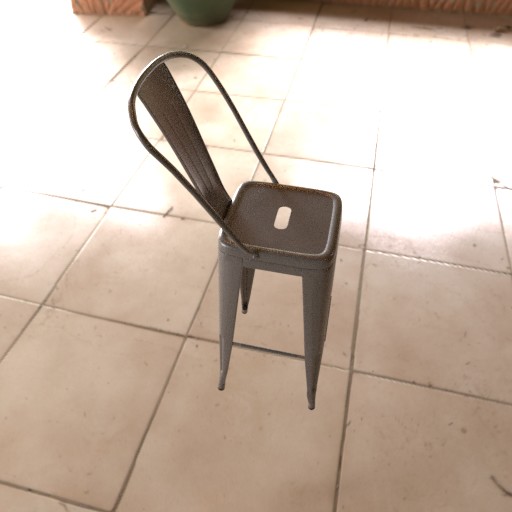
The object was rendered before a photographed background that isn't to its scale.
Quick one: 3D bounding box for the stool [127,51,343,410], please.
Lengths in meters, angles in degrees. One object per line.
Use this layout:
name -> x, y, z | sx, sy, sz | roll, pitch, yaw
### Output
stool -> 0.000, 0.000, 1.343 | 0.513, 1.096, 0.399 | 9, 47, 9
